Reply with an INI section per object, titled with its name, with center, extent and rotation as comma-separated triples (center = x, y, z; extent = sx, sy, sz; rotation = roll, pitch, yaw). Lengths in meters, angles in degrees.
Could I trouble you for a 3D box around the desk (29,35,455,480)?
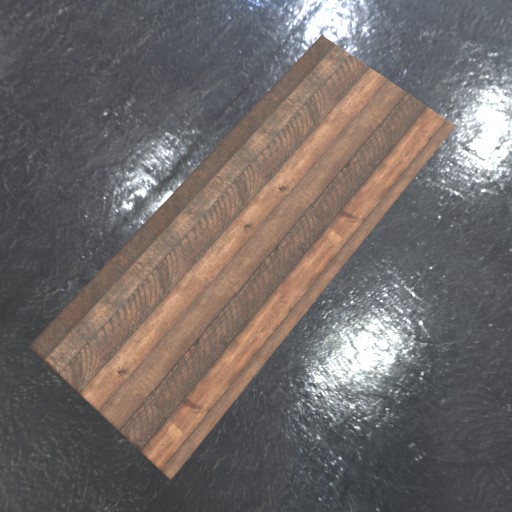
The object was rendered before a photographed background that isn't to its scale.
[desk]
center = 0.000, 0.000, 1.887
extent = 0.617, 0.753, 1.538
rotation = 39, 79, 9
